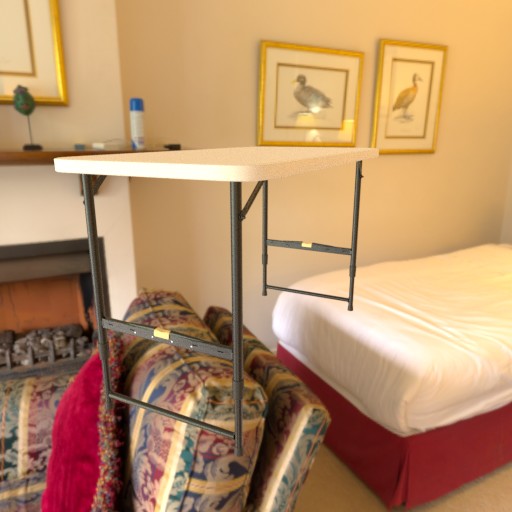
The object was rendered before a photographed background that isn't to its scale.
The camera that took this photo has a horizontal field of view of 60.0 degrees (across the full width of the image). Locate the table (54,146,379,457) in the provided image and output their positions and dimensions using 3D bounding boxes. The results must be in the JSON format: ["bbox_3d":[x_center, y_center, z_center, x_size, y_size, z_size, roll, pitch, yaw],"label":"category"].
[{"bbox_3d":[0.000,0.000,1.608,0.610,0.737,1.219,8,17,26],"label":"table"}]
